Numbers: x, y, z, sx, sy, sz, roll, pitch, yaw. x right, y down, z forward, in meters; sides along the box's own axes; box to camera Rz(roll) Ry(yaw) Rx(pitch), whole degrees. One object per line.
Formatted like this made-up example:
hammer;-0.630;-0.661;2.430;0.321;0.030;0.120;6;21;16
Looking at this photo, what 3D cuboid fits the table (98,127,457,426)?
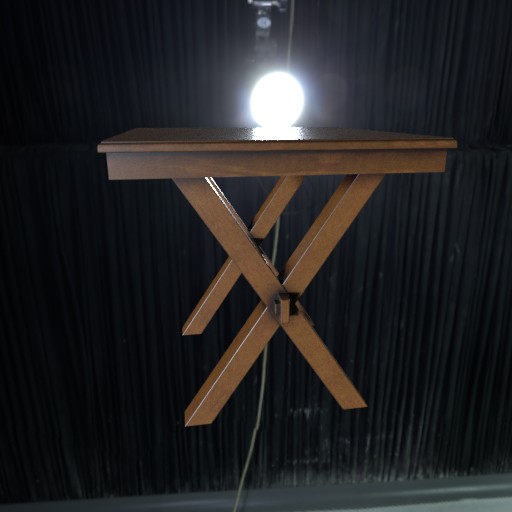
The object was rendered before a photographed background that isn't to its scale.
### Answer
table;0.000;0.000;1.041;0.560;0.562;0.602;-3;18;-9
